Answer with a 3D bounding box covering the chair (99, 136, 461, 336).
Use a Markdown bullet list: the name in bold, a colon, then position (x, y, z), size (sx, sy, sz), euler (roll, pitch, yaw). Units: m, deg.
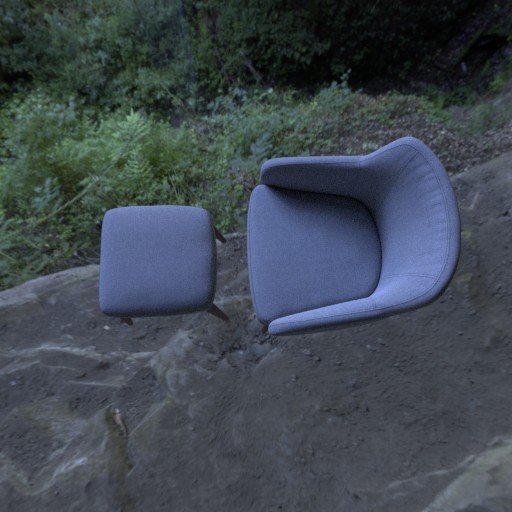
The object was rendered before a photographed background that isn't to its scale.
- **chair**: position (0.000, 0.000, 1.565), size (1.107, 0.799, 0.584), euler (-3, 76, -1)
